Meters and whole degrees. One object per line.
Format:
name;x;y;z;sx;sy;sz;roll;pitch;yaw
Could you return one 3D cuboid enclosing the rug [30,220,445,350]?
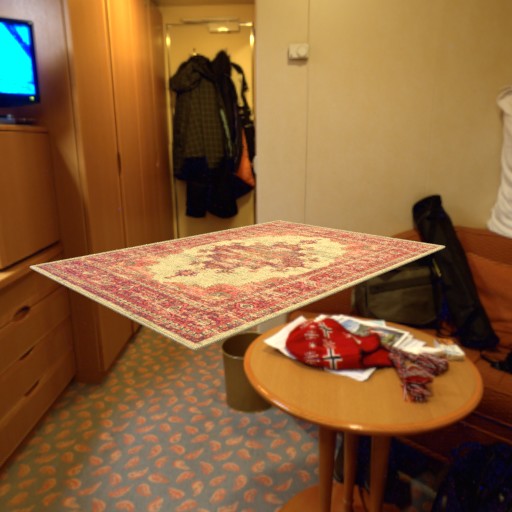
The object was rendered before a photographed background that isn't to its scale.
rug;0.000;0.000;3.684;2.005;0.014;2.878;13;20;42
